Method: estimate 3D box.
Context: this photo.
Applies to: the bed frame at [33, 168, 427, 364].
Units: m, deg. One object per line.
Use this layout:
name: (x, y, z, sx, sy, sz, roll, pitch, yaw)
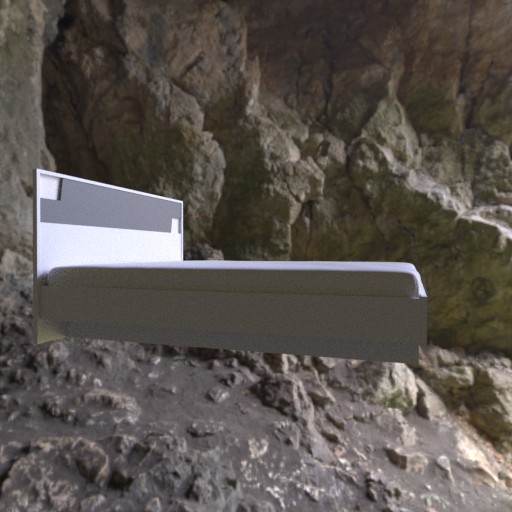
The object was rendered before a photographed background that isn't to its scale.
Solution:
bed frame: (0.000, 0.000, 2.992, 2.100, 1.001, 1.711, 0, 0, 19)
